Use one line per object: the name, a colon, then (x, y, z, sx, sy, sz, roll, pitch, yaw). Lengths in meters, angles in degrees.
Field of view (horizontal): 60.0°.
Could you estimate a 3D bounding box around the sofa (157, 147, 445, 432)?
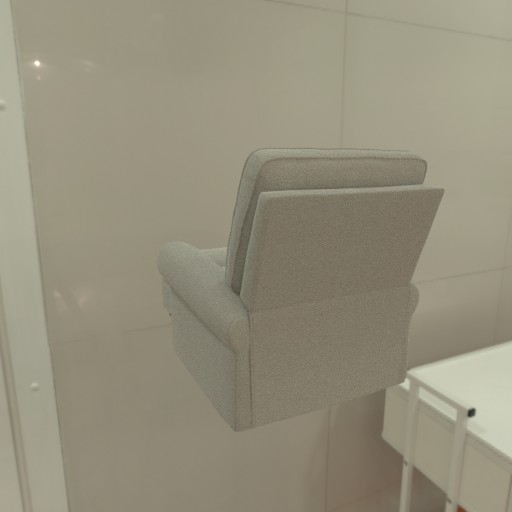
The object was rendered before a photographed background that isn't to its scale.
sofa: (0.000, 0.000, 2.044, 0.880, 0.959, 1.478, -6, 15, -26)
